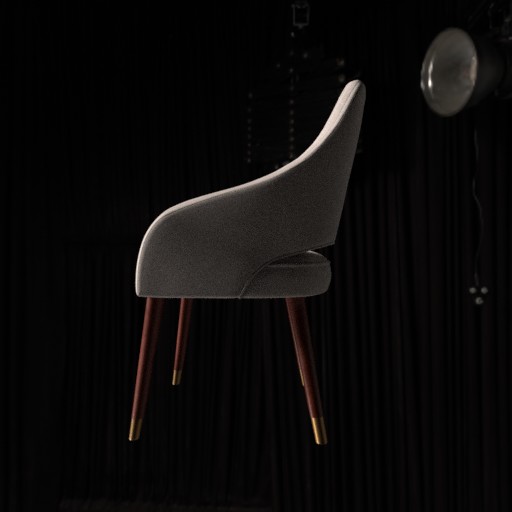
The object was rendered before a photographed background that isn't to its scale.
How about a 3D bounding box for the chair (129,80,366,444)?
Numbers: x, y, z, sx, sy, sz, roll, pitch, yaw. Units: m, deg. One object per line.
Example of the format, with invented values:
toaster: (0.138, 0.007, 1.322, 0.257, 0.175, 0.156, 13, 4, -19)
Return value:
chair: (0.000, 0.000, 1.305, 0.600, 0.889, 0.609, 0, 0, 2)
